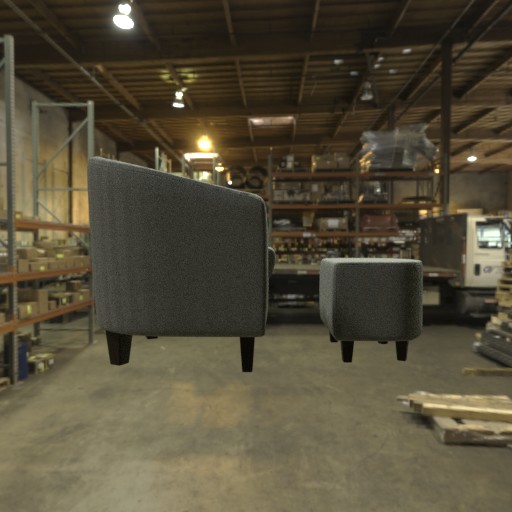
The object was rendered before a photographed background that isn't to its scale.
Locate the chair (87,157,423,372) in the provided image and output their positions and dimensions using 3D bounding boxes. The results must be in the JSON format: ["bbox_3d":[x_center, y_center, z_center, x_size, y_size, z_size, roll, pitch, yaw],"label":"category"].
[{"bbox_3d":[0.000,0.000,1.768,1.288,0.757,0.756,0,2,2],"label":"chair"}]
